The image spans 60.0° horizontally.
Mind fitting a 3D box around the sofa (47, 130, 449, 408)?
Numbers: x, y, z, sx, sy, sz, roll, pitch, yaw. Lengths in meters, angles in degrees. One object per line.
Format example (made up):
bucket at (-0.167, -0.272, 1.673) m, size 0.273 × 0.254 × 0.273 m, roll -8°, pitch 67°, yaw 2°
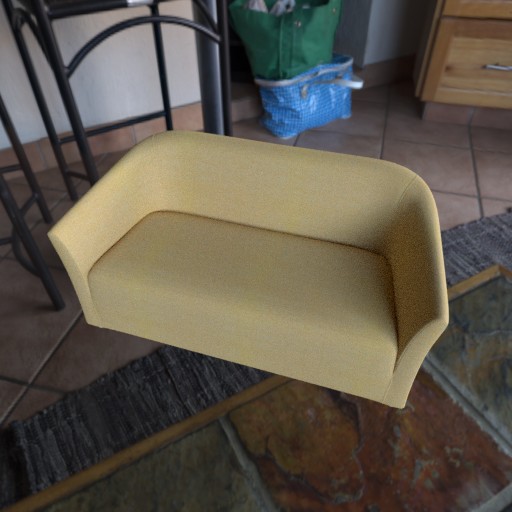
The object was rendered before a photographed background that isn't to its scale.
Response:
sofa at (0.000, 0.000, 1.899) m, size 1.452 × 0.721 × 0.705 m, roll 12°, pitch 43°, yaw 13°
